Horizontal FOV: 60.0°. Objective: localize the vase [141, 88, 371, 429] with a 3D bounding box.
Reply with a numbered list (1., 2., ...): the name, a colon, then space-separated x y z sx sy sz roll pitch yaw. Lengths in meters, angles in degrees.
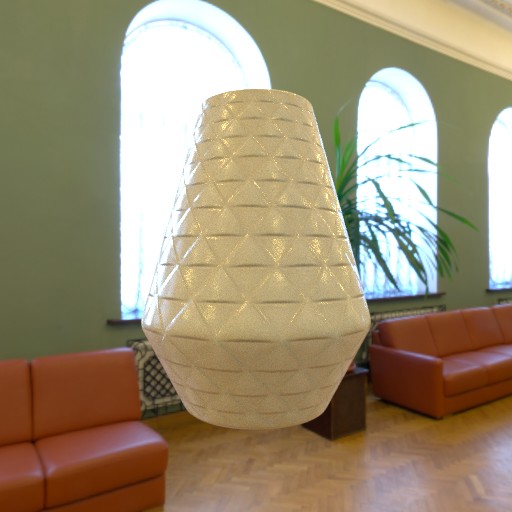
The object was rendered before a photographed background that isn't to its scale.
1. vase: 0.000 0.000 0.348 0.175 0.230 0.175 0 0 0
